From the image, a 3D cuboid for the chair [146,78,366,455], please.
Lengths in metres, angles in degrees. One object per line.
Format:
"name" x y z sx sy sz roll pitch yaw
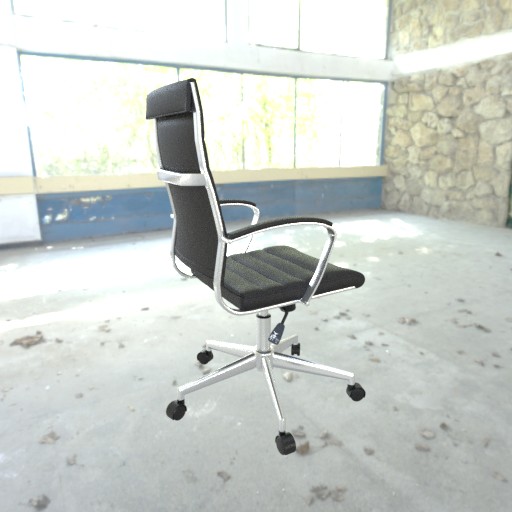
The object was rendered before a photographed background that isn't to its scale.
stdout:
"chair" 0.000 0.000 1.648 0.739 1.149 0.766 -7 16 -27
